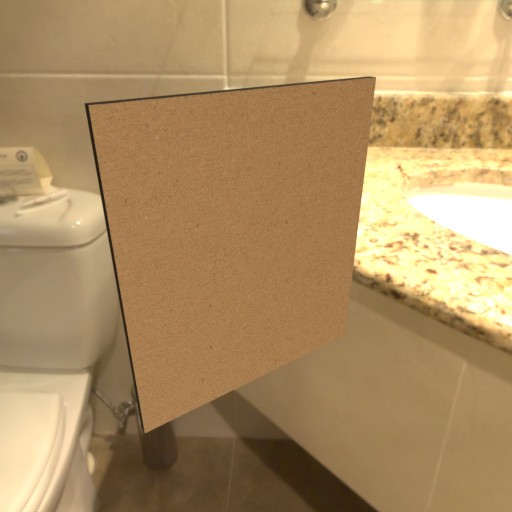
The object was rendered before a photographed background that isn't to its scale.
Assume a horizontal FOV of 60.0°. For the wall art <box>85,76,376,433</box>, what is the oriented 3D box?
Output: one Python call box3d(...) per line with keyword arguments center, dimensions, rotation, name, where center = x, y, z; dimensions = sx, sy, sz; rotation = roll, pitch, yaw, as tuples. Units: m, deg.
box3d(center=(0.000, 0.000, 1.207), dimensions=(0.755, 0.863, 0.028), rotation=(-18, 33, -30), name="wall art")
